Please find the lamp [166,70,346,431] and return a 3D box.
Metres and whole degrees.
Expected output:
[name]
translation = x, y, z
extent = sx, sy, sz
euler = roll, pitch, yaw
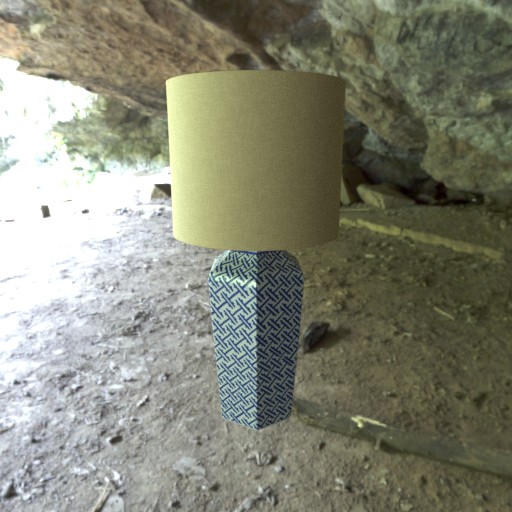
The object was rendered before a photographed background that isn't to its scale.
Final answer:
[lamp]
translation = 0.000, 0.000, 0.880
extent = 0.320, 0.682, 0.320
euler = -7, 16, -25
